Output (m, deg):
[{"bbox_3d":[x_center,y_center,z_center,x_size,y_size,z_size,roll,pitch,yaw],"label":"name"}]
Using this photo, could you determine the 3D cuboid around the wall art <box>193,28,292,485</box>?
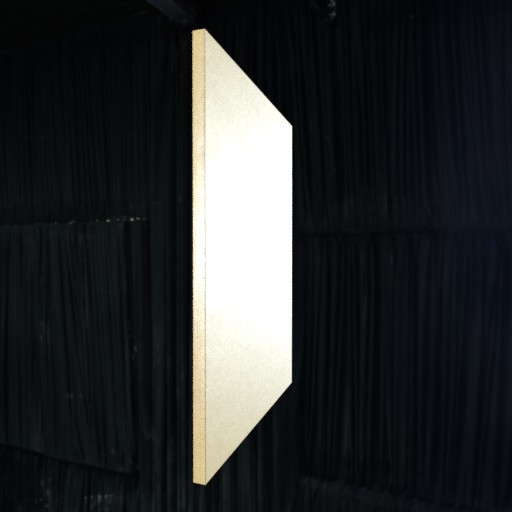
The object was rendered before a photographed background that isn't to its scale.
[{"bbox_3d":[0.000,0.000,1.357,0.030,1.002,0.798,0,1,18],"label":"wall art"}]
